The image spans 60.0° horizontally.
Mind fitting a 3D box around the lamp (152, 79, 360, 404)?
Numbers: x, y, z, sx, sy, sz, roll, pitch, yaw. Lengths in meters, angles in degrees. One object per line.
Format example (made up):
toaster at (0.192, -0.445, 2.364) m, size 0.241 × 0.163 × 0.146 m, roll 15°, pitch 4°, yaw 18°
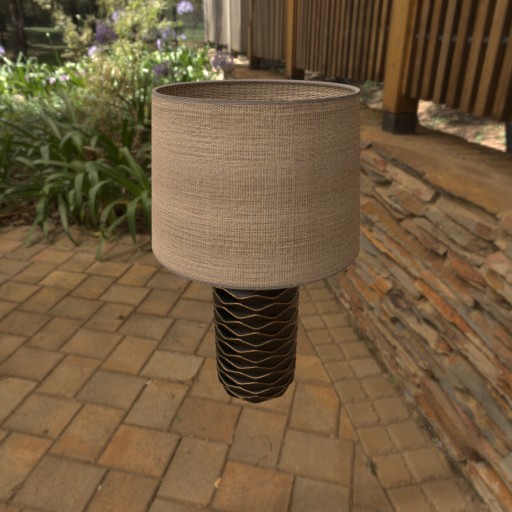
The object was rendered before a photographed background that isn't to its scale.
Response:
lamp at (0.000, 0.000, 0.834) m, size 0.376 × 0.594 × 0.376 m, roll 0°, pitch 26°, yaw 0°
